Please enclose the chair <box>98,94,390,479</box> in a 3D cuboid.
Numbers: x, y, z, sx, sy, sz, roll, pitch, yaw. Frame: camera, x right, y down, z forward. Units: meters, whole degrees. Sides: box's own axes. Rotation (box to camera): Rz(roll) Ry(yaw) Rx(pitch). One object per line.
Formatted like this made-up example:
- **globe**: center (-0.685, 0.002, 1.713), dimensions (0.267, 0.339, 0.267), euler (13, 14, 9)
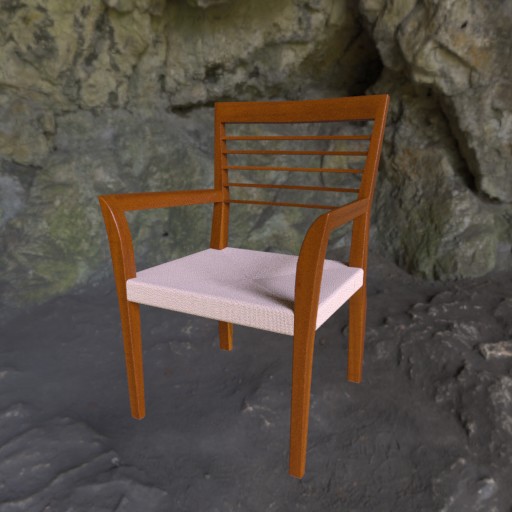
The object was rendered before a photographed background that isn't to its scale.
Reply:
- **chair**: center (0.000, 0.000, 1.219), dimensions (0.587, 0.855, 0.540), euler (7, 16, 27)
